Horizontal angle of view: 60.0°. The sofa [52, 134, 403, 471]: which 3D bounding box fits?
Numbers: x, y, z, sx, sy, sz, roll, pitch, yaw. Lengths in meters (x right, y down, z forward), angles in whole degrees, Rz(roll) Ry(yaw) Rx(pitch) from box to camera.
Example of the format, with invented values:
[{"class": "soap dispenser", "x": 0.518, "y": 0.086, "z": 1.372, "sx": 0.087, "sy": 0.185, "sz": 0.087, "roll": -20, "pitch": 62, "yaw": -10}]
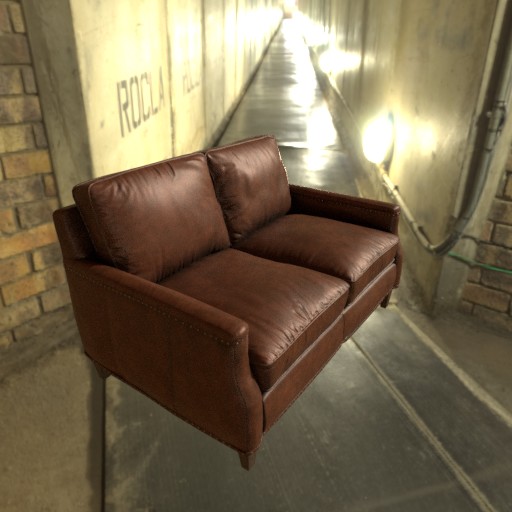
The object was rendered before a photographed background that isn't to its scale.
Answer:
[{"class": "sofa", "x": 0.000, "y": 0.000, "z": 2.298, "sx": 1.083, "sy": 1.003, "sz": 1.628, "roll": 17, "pitch": 31, "yaw": 32}]
